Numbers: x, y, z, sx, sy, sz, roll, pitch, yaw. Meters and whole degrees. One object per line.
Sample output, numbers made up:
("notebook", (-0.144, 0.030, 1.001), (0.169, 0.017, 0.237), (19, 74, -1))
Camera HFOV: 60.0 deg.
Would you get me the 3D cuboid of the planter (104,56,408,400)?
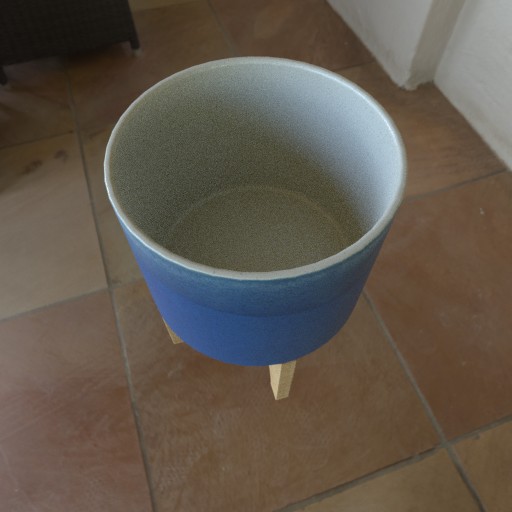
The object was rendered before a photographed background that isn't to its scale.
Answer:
("planter", (0.000, 0.000, 0.395), (0.192, 0.263, 0.192), (0, 58, 0))
